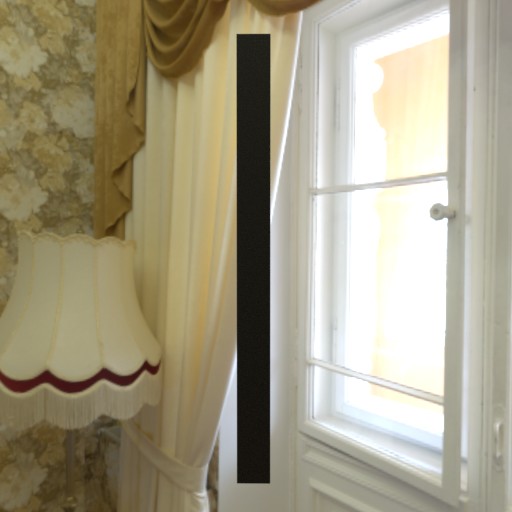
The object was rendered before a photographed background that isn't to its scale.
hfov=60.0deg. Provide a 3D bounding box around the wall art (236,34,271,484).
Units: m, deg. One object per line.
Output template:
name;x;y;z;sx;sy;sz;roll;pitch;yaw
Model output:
wall art;0.000;0.000;0.754;0.038;0.508;0.508;0;1;1
